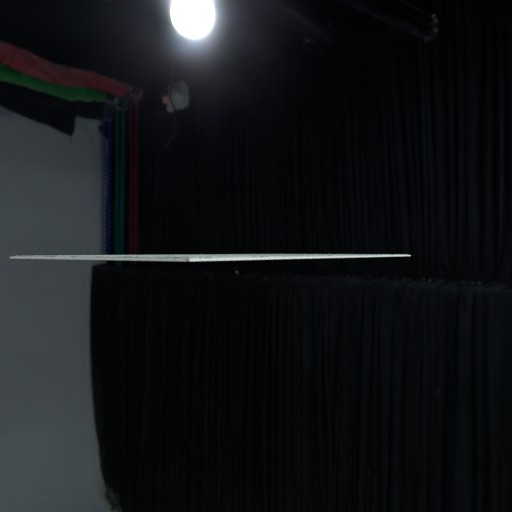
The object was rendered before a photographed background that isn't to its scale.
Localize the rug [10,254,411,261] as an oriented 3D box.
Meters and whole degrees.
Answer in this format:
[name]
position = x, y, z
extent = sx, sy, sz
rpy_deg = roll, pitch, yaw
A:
[rug]
position = 0.000, 0.000, 1.397
extent = 0.605, 0.007, 1.220
rpy_deg = 0, 1, 36
